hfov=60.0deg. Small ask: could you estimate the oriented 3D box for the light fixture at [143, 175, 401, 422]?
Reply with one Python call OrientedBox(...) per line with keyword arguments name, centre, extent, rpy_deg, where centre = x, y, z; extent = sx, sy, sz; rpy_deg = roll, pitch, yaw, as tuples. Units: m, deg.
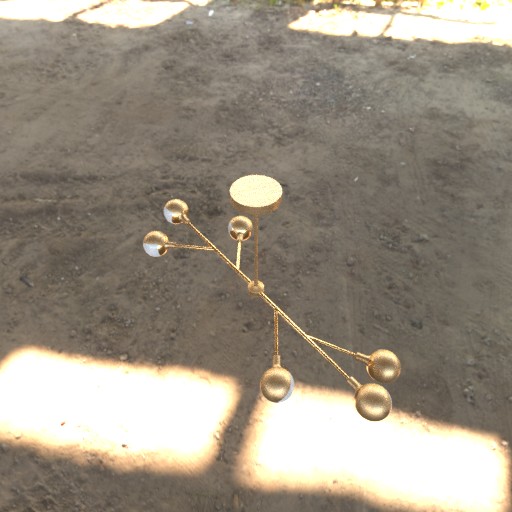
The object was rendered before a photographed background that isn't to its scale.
OrientedBox(name="light fixture", centre=(0.000, 0.000, 0.984), extent=(0.434, 0.362, 0.778), rpy_deg=(-16, 48, -15))
